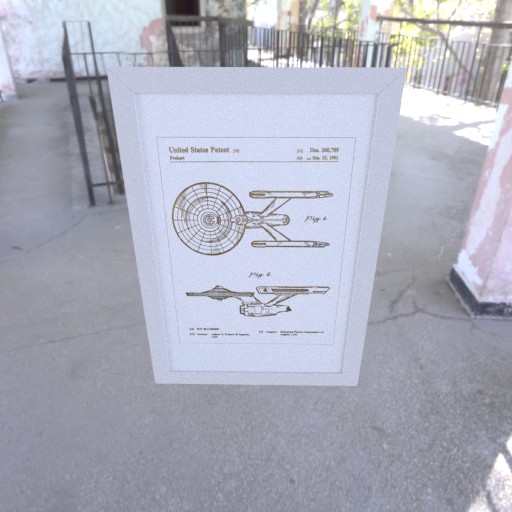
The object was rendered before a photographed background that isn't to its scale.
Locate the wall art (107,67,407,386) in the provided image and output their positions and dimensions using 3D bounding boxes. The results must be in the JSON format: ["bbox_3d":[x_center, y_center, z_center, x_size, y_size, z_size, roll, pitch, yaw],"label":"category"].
[{"bbox_3d":[0.000,0.000,0.837,0.454,0.659,0.011,0,30,1],"label":"wall art"}]
